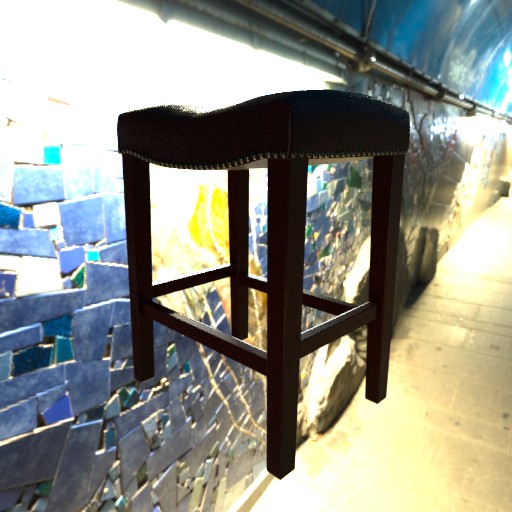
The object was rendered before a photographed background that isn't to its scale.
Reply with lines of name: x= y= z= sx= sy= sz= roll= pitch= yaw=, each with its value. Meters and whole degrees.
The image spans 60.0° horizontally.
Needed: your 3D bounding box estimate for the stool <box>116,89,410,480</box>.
stool: x=0.000 y=0.000 z=0.981 sx=0.504 sy=0.657 sz=0.372 roll=14 pitch=20 yaw=43
